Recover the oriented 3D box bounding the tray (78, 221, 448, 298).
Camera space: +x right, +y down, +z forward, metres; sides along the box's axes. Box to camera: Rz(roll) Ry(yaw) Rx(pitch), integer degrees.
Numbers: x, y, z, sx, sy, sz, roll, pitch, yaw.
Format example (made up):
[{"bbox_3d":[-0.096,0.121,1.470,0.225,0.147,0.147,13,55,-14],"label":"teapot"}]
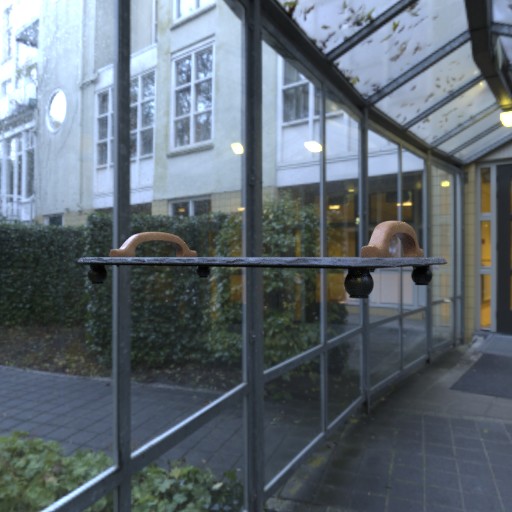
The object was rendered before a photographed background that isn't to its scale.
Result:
[{"bbox_3d":[0.000,0.000,0.487,0.387,0.062,0.231,0,0,34],"label":"tray"}]
